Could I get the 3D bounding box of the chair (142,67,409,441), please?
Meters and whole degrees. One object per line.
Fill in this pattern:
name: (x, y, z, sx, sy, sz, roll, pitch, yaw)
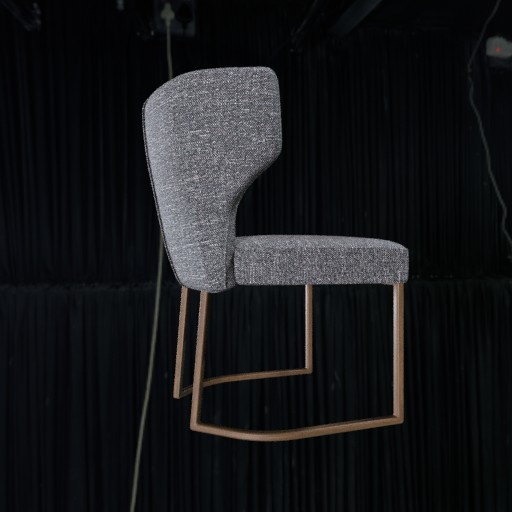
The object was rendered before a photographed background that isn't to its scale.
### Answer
chair: (0.000, 0.000, 1.235, 0.617, 0.824, 0.611, 0, 0, -19)
